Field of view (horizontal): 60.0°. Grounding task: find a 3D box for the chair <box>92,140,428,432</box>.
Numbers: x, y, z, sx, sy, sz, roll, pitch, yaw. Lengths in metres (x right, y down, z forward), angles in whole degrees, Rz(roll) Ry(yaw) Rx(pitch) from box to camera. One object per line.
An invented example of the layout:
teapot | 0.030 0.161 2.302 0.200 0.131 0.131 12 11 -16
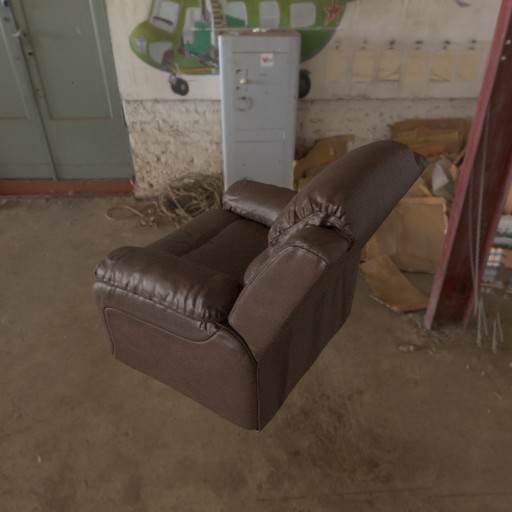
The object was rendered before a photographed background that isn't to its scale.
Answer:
chair | 0.000 0.000 1.252 0.707 0.702 0.680 20 38 28
